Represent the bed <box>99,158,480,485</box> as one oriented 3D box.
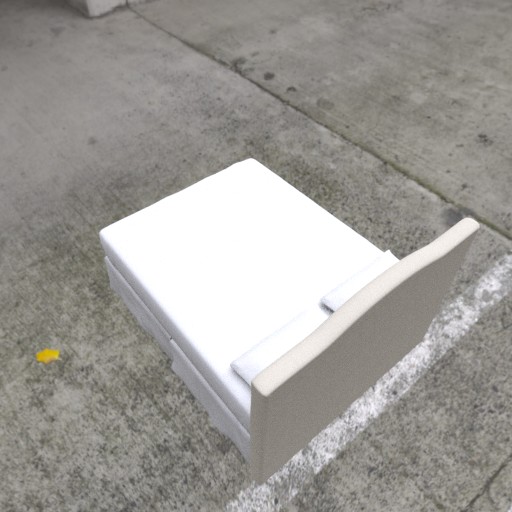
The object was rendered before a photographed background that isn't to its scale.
[{"bbox_3d":[0.000,0.000,3.288,1.741,1.449,2.196,-31,55,-25],"label":"bed"}]
